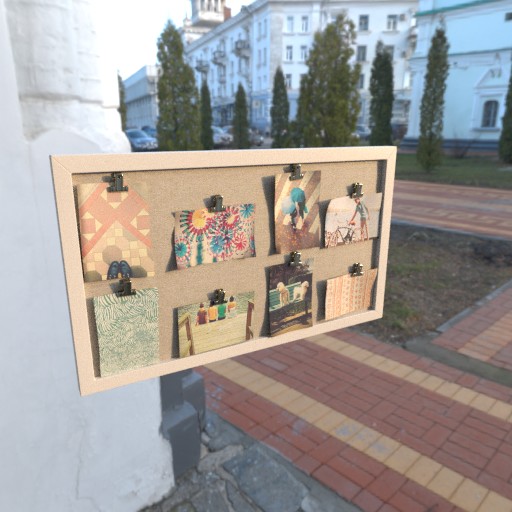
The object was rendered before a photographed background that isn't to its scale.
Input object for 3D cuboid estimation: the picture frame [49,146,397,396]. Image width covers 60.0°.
[{"bbox_3d":[0.000,0.000,0.812,0.647,0.379,0.044,-9,18,-27],"label":"picture frame"}]
